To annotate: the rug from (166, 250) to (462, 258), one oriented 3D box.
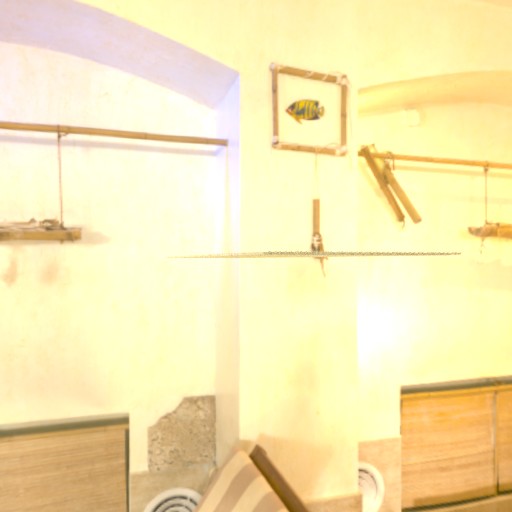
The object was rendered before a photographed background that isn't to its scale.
[{"bbox_3d":[0.000,0.000,2.768,0.795,0.015,2.544,0,-1,-19],"label":"rug"}]
